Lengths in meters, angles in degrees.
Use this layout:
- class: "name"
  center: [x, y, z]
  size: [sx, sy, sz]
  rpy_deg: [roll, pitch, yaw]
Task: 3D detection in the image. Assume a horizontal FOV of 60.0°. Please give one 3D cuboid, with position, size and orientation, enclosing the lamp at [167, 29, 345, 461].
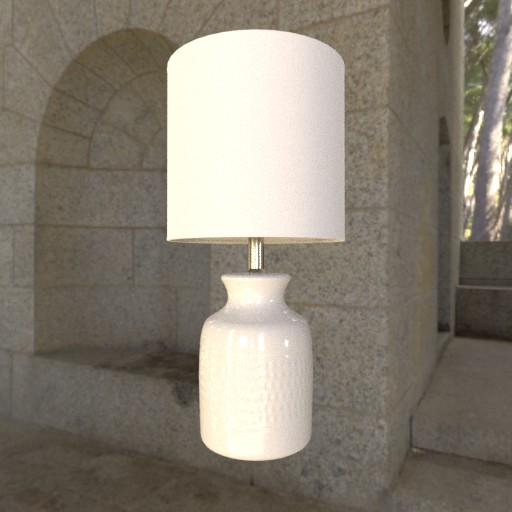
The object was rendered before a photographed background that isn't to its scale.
- class: "lamp"
  center: [0.000, 0.000, 0.477]
  size: [0.188, 0.392, 0.188]
  rpy_deg: [0, 0, 0]
